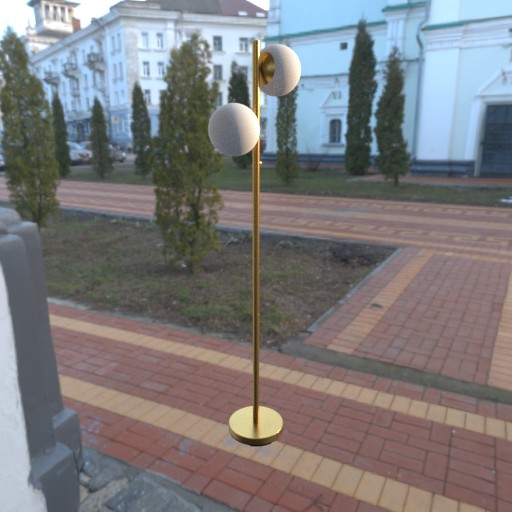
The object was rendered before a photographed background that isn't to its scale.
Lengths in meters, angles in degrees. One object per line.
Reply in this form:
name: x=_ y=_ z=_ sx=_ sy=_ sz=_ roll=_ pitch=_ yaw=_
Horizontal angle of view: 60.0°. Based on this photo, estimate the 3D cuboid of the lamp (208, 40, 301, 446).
lamp: x=0.000 y=0.000 z=1.833 sx=0.249 sy=1.641 sz=0.419 roll=14 pitch=20 yaw=43
